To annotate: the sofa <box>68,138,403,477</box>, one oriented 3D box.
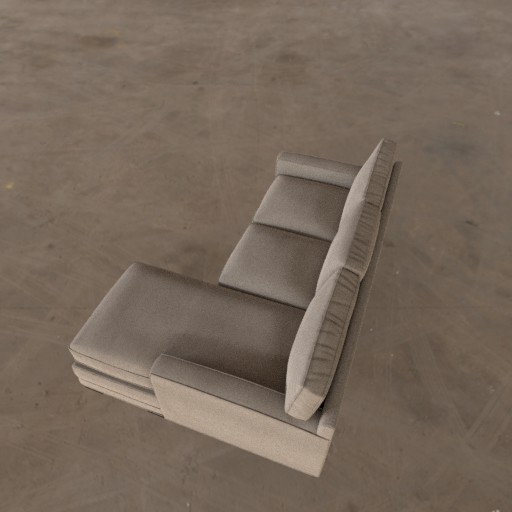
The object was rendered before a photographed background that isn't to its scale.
[{"bbox_3d":[0.000,0.000,2.888,1.496,0.861,2.087,15,49,14],"label":"sofa"}]
